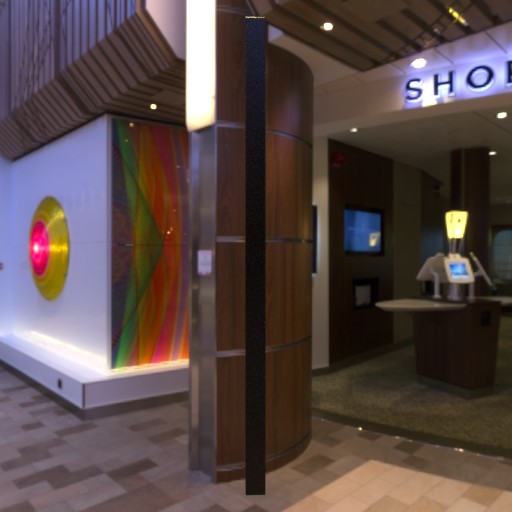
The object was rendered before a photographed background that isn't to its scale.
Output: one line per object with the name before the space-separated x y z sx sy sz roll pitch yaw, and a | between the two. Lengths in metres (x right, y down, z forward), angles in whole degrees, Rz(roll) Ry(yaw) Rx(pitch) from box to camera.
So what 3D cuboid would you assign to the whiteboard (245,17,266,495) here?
whiteboard | 0.000 0.000 0.767 0.026 0.611 0.406 0 0 0
